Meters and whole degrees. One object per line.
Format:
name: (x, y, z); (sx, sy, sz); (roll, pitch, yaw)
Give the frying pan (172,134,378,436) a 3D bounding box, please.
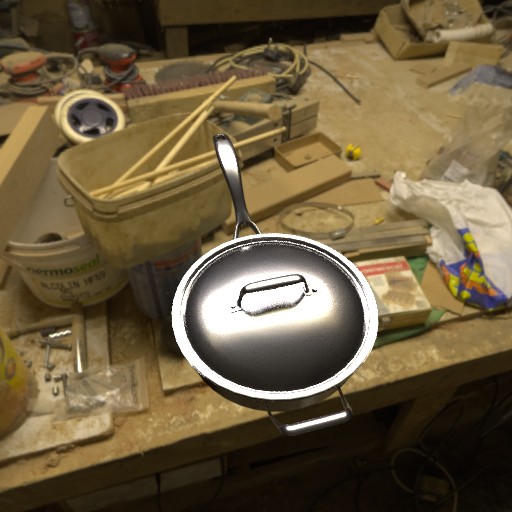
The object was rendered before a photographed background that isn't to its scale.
frying pan: (0.000, 0.000, 0.682); (0.280, 0.114, 0.561); (-11, 48, -10)
